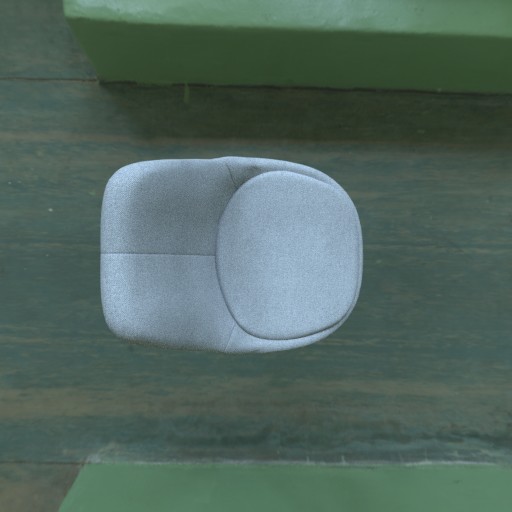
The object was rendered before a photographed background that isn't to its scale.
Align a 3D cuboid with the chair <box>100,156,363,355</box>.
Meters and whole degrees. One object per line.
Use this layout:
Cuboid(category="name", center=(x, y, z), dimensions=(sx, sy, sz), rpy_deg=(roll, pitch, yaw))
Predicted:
Cuboid(category="chair", center=(0.000, 0.000, 1.166), dimensions=(0.550, 0.850, 0.485), rpy_deg=(0, 89, -1))
